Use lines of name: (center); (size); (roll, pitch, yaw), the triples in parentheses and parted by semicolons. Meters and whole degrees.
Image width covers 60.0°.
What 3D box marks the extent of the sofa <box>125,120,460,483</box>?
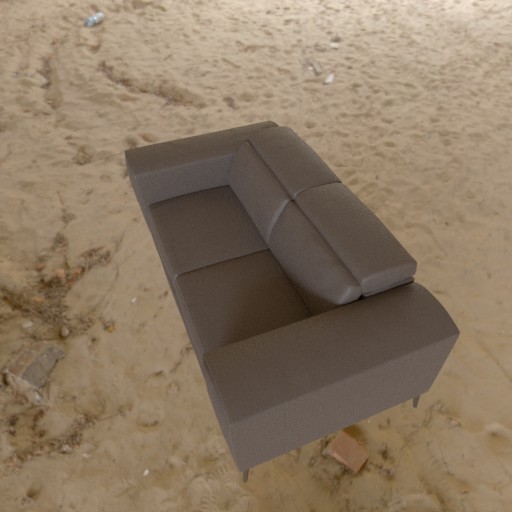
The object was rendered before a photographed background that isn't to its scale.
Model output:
sofa: (0.000, 0.000, 2.387); (1.003, 0.779, 1.895); (-16, 47, -16)
